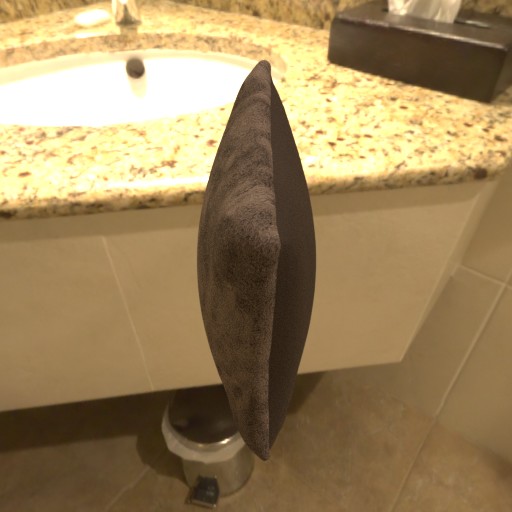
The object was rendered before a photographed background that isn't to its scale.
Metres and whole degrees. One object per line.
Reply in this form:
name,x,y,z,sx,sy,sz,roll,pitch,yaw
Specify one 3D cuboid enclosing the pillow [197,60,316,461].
pillow,0.000,0.000,0.799,0.204,0.520,0.522,0,42,0
